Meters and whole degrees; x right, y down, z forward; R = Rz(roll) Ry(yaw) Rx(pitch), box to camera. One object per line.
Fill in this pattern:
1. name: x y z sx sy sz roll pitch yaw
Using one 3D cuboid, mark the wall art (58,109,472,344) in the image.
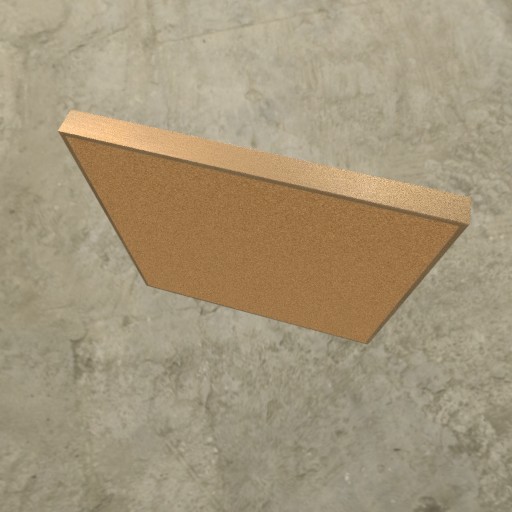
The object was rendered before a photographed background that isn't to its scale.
1. wall art: 0.000 0.000 0.769 0.513 0.511 0.038 14 64 7
